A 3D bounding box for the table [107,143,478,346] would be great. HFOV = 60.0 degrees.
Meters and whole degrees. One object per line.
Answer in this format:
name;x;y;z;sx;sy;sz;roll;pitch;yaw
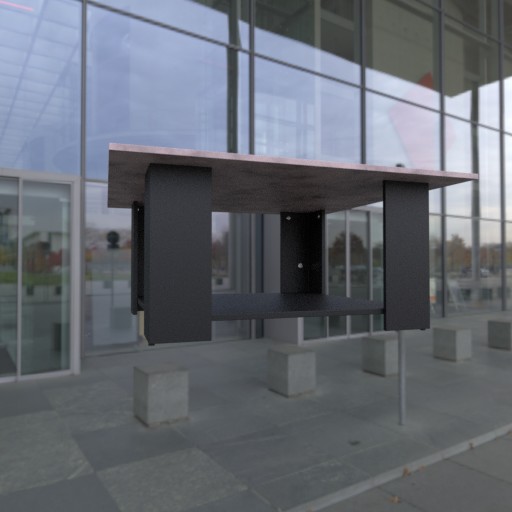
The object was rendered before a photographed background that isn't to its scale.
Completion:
table;0.000;0.000;1.053;0.670;0.305;0.670;0;-1;-19
